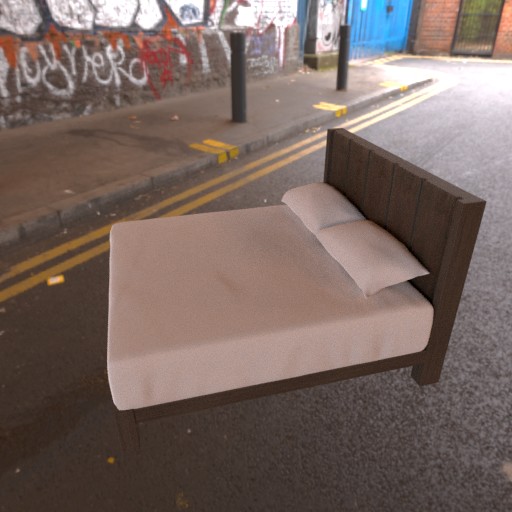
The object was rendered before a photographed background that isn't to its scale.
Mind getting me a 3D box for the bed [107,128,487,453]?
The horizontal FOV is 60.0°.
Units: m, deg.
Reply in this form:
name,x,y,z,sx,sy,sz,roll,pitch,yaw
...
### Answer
name,x,y,z,sx,sy,sz,roll,pitch,yaw
bed,0.000,0.000,3.076,1.992,1.261,1.735,-7,30,-13
